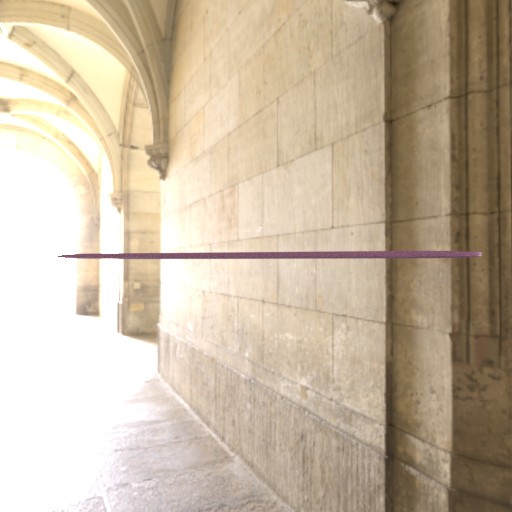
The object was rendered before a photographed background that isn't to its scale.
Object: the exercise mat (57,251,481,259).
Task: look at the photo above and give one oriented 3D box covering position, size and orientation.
[{"bbox_3d":[0.000,0.000,2.117,1.869,0.021,0.616,0,-1,19],"label":"exercise mat"}]
